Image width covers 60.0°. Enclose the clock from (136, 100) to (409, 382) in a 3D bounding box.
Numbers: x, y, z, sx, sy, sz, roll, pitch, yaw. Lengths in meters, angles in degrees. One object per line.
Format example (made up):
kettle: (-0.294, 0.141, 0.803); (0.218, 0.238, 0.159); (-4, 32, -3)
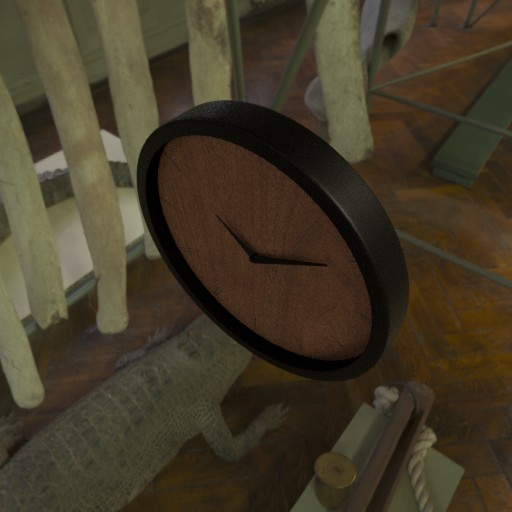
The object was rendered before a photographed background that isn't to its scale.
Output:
clock: (0.000, 0.000, 0.460); (0.314, 0.314, 0.040); (30, 53, 25)
